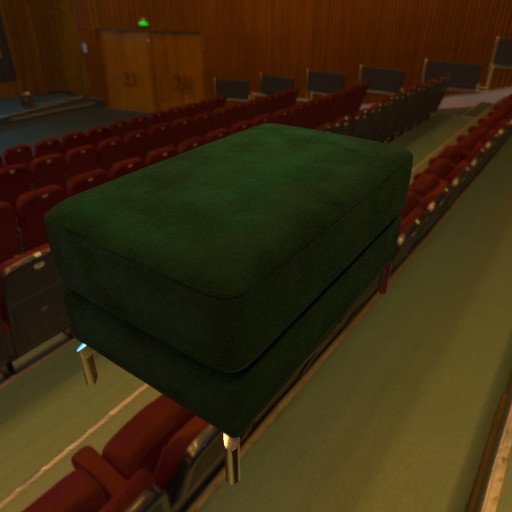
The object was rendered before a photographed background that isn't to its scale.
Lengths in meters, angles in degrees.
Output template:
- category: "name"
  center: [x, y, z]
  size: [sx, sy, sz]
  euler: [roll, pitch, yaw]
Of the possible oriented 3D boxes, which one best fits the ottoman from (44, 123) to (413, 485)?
- category: "ottoman"
  center: [0.000, 0.000, 1.220]
  size: [0.536, 0.533, 0.886]
  euler: [20, 37, 30]
